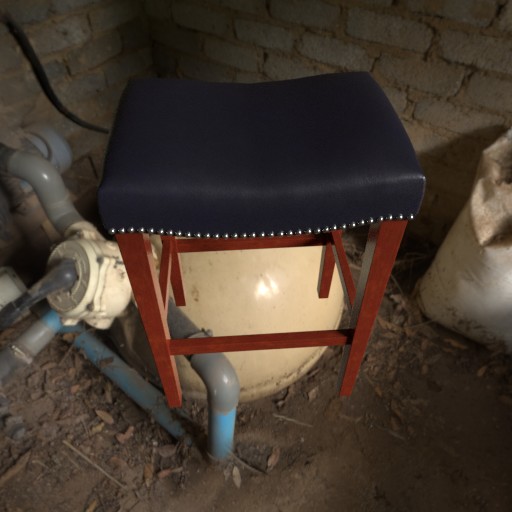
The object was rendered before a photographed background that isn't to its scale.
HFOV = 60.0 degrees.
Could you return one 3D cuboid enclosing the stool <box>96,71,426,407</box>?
[{"bbox_3d":[0.000,0.000,1.023,0.504,0.742,0.372,-3,47,-3],"label":"stool"}]
